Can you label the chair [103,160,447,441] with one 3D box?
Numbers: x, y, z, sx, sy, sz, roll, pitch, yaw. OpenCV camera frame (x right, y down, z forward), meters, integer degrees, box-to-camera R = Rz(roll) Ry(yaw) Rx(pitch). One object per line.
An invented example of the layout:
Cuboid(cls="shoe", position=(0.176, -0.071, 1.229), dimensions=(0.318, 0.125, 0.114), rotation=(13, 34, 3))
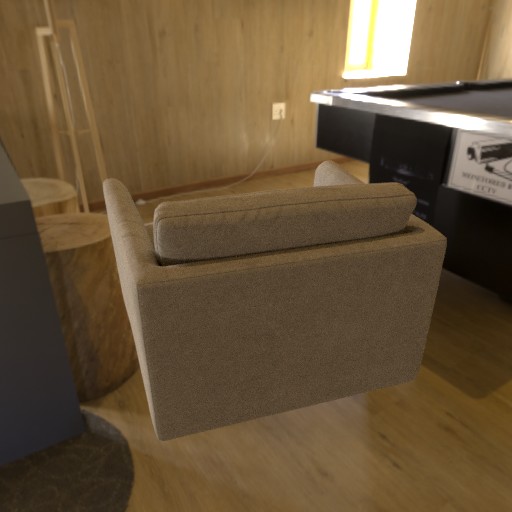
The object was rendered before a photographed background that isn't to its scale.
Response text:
Cuboid(cls="chair", position=(0.000, 0.000, 1.917), dimensions=(1.190, 0.845, 1.091), rotation=(-8, 28, -15))
